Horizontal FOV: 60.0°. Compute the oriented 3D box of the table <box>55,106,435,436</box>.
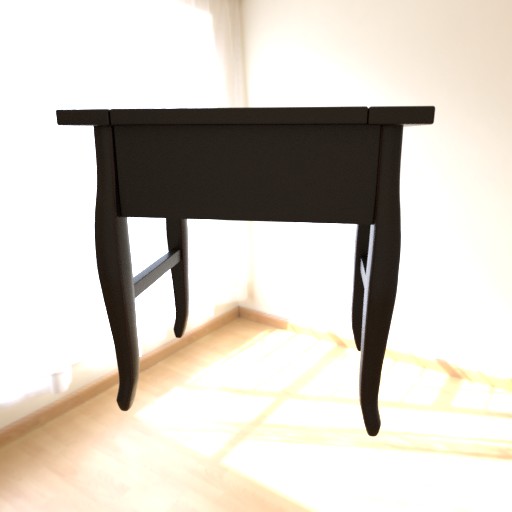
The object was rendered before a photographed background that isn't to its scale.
[{"bbox_3d":[0.000,0.000,0.987,0.602,0.604,0.460,2,16,9],"label":"table"}]
